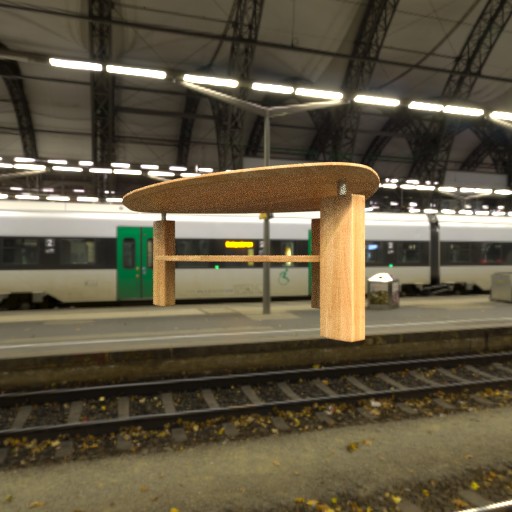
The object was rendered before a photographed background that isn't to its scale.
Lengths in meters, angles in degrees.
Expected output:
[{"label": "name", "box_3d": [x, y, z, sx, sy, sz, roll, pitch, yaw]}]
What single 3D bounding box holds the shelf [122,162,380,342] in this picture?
[{"label": "shelf", "box_3d": [0.000, 0.000, 1.654, 0.863, 0.439, 1.240, 0, 0, -38]}]
